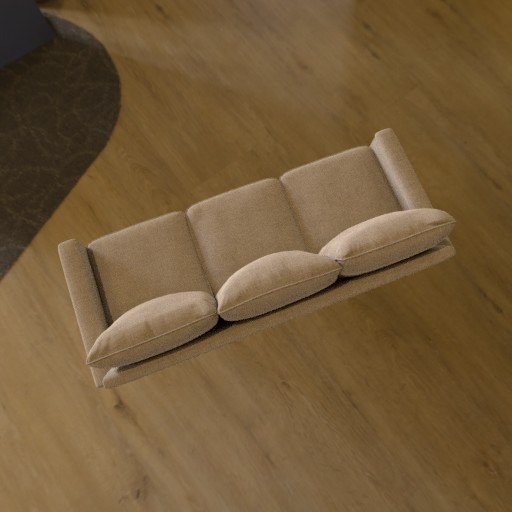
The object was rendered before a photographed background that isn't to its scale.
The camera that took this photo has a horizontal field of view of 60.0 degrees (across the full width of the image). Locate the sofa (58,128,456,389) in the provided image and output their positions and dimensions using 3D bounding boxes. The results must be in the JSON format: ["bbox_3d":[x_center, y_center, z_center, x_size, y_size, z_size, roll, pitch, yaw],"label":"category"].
[{"bbox_3d":[0.000,0.000,2.429,1.925,0.959,0.828,-20,76,-5],"label":"sofa"}]
